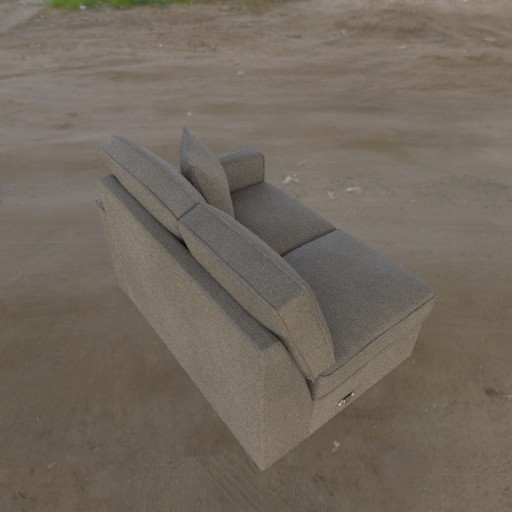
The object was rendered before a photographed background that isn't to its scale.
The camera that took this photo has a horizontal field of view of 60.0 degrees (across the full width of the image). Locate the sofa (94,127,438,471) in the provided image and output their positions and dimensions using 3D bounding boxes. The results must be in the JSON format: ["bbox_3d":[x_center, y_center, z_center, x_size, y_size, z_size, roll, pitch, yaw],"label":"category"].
[{"bbox_3d":[0.000,0.000,2.104,0.991,0.989,1.388,-26,47,-27],"label":"sofa"}]
